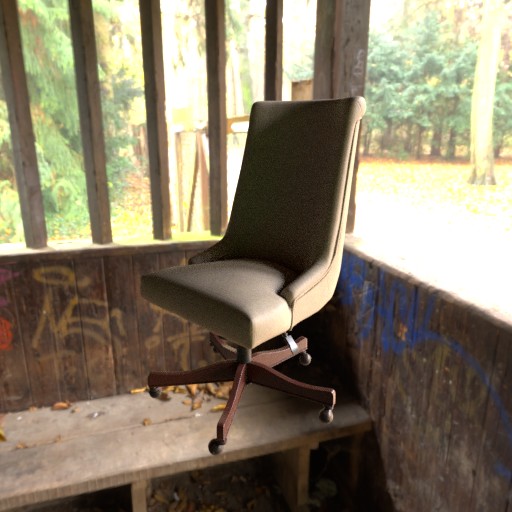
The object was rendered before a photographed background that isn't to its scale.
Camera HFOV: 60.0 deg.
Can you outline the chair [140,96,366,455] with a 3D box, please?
[{"bbox_3d":[0.000,0.000,1.481,0.645,1.010,0.696,15,22,42],"label":"chair"}]
